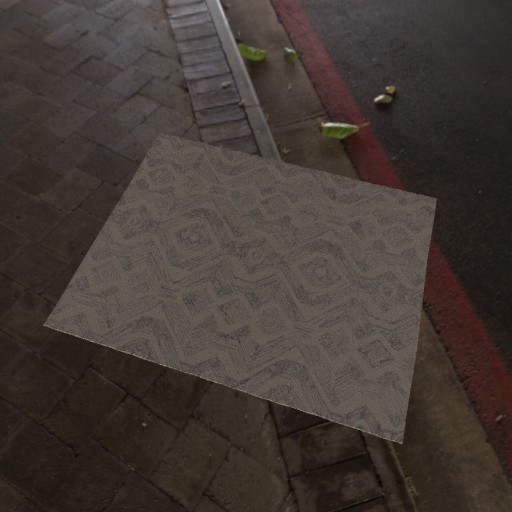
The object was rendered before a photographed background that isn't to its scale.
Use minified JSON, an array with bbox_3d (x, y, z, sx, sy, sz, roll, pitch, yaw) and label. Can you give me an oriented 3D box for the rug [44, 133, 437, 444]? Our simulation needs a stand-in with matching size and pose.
[{"bbox_3d":[0.000,0.000,4.108,3.054,0.030,2.430,15,59,9],"label":"rug"}]
